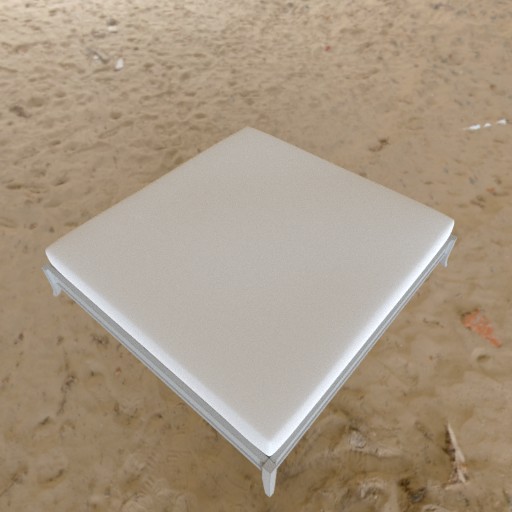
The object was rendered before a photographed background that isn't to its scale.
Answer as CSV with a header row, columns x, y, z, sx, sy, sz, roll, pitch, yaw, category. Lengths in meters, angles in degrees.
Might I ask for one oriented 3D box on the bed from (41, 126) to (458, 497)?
x,y,z,sx,sy,sz,roll,pitch,yaw,category
0.000,0.000,3.074,2.007,0.510,2.108,32,55,26,bed
